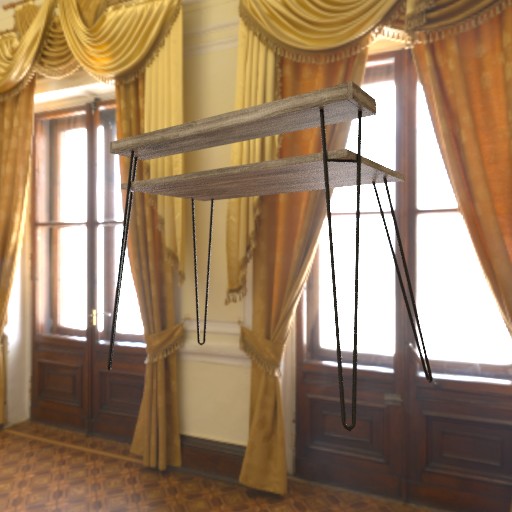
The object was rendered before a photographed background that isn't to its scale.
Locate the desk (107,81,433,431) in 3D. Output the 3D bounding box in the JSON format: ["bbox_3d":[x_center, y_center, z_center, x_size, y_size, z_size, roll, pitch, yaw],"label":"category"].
[{"bbox_3d":[0.000,0.000,1.674,1.135,0.899,0.605,0,0,36],"label":"desk"}]
